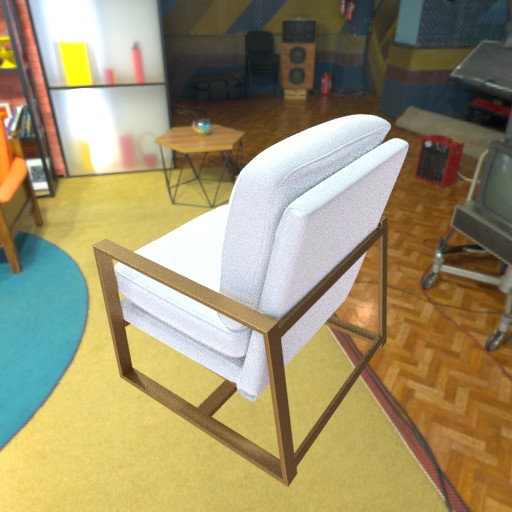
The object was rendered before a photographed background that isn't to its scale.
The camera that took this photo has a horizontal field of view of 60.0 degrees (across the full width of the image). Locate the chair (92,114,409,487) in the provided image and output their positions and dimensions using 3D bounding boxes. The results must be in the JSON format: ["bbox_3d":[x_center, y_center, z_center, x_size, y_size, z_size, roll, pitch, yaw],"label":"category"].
[{"bbox_3d":[0.000,0.000,1.580,0.813,0.966,0.805,20,36,30],"label":"chair"}]
